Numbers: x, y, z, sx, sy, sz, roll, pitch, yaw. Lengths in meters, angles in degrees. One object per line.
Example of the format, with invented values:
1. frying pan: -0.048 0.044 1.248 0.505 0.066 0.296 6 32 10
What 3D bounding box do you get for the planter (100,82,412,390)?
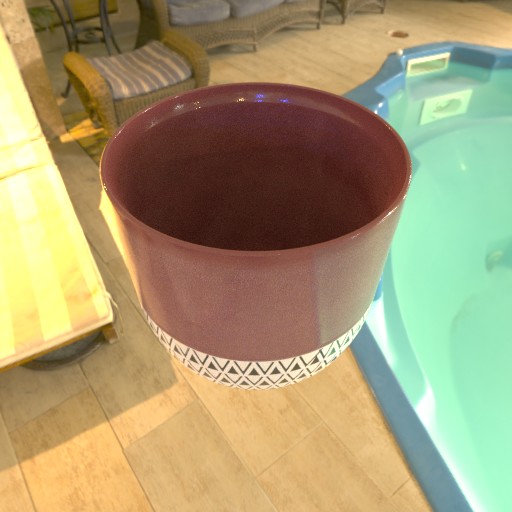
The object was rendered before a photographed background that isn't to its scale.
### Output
1. planter: 0.000 0.000 0.483 0.266 0.270 0.266 0 45 0
